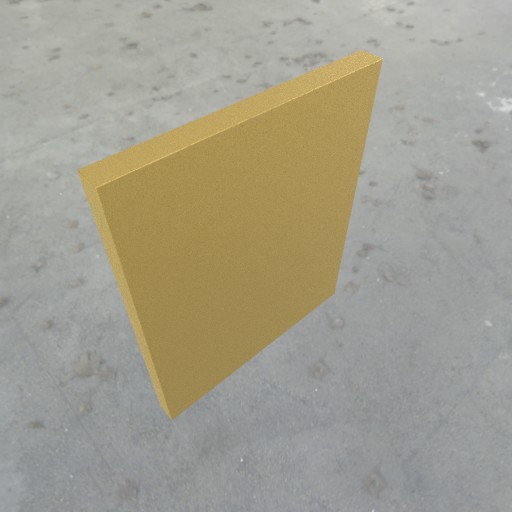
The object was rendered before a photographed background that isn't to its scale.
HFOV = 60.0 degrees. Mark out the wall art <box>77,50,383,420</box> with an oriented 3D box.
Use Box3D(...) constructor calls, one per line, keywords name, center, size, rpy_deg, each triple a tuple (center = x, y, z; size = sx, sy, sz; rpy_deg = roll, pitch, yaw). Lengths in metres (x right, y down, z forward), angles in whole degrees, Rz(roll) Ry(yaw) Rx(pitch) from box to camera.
Box3D(name="wall art", center=(0.000, 0.000, 0.878), size=(0.537, 0.642, 0.048), rpy_deg=(-33, 55, -27))
